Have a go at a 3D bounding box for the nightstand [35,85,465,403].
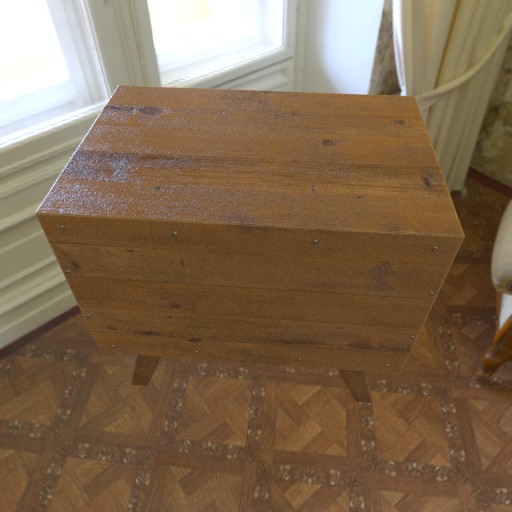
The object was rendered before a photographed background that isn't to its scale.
[{"bbox_3d":[0.000,0.000,1.036,0.650,0.599,0.450,3,46,3],"label":"nightstand"}]
